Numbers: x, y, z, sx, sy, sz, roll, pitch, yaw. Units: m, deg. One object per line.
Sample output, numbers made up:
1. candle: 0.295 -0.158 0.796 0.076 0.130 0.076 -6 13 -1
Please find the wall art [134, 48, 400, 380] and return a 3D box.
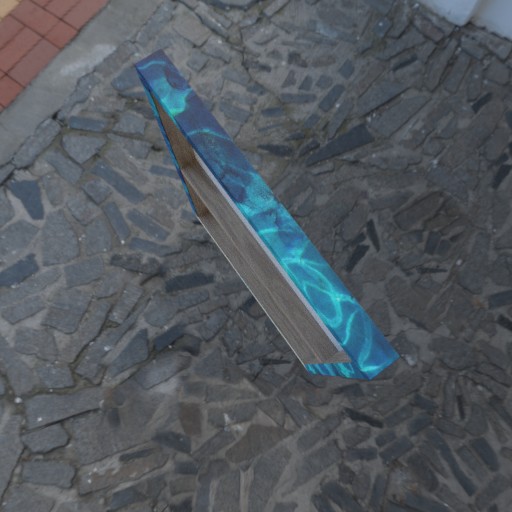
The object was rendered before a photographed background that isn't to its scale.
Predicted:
1. wall art: 0.000 0.000 0.718 0.038 0.508 0.432 -35 78 -8
